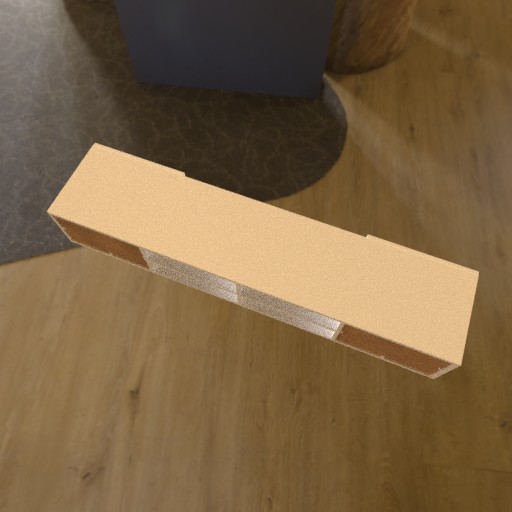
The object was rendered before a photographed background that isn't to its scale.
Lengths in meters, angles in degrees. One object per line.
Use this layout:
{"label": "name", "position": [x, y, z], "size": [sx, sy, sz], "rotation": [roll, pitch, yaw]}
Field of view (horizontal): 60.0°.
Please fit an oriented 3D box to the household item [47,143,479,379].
{"label": "household item", "position": [0.000, 0.000, 2.061], "size": [1.850, 0.310, 0.420], "rotation": [20, 66, 9]}
